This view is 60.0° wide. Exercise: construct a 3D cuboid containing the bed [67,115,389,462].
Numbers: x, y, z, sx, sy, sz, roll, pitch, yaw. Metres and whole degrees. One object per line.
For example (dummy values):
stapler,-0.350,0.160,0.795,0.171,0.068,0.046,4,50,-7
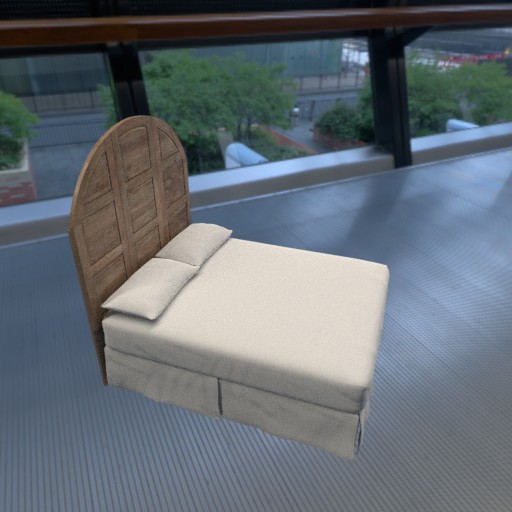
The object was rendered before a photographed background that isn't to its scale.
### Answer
bed,0.000,0.000,3.535,2.112,2.002,1.713,10,31,17
